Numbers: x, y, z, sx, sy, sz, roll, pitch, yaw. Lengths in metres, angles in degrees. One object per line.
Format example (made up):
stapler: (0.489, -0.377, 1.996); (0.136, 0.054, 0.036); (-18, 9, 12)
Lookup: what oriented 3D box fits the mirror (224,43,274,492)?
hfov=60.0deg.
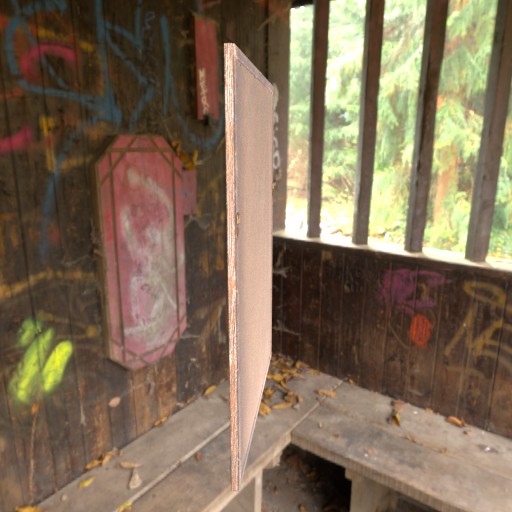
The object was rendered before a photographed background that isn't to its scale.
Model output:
mirror: (0.000, 0.000, 1.283); (0.025, 0.996, 0.705); (2, 15, 8)
